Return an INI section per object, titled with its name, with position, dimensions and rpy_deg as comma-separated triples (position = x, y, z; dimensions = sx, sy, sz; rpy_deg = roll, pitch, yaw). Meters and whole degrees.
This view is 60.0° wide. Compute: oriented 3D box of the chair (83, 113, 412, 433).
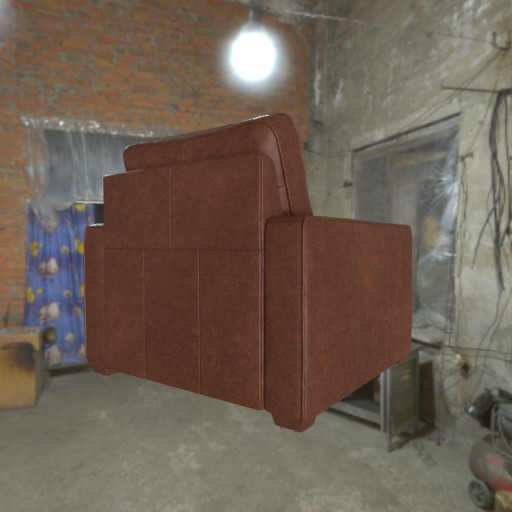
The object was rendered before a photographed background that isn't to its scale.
[chair]
position = 0.000, 0.000, 1.802
dimensions = 1.017, 0.919, 0.940
rpy_deg = 1, 2, 36
